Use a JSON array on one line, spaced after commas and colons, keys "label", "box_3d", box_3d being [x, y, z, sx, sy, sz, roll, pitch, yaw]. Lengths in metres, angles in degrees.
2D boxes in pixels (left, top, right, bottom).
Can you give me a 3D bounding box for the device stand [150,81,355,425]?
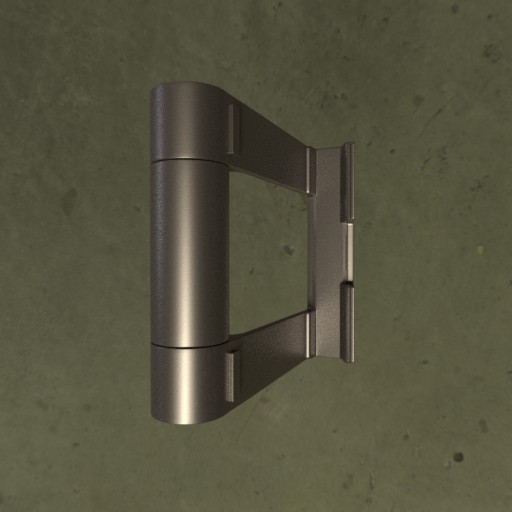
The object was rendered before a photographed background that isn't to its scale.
[{"label": "device stand", "box_3d": [0.000, 0.000, 0.152, 0.079, 0.084, 0.088, 0, 91, 1]}]
